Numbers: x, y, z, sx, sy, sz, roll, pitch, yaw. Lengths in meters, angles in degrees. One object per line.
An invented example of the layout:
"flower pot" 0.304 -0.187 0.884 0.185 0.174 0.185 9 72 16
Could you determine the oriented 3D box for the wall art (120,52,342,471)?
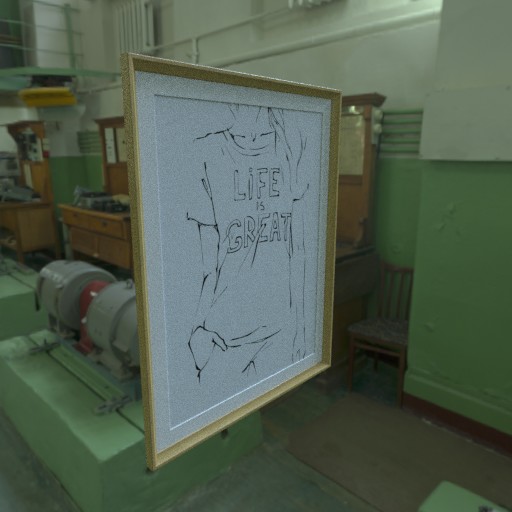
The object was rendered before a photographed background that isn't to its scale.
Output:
"wall art" 0.000 0.000 1.319 0.030 1.002 0.798 12 18 42
